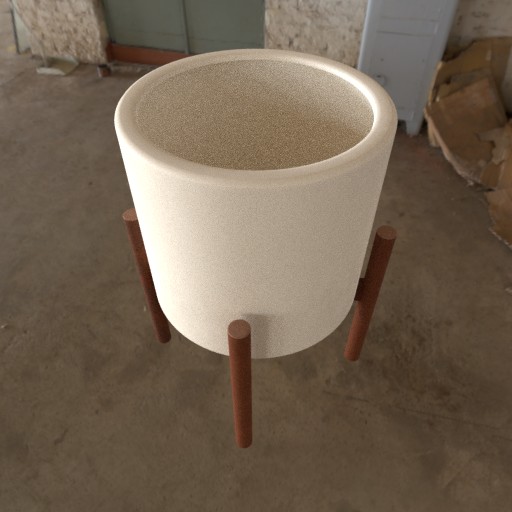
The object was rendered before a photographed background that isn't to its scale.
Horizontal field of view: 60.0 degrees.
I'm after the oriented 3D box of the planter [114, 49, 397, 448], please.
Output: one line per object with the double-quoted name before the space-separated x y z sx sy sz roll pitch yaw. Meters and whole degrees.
"planter" 0.000 0.000 0.484 0.224 0.358 0.224 -30 53 -26
